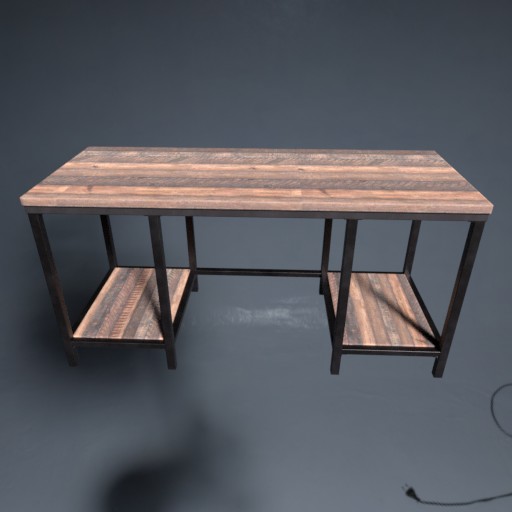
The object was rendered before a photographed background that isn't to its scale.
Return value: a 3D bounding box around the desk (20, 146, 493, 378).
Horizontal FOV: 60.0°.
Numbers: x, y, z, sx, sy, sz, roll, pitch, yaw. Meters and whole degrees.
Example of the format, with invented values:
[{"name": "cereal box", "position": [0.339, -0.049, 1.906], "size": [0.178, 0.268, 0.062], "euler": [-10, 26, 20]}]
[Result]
[{"name": "desk", "position": [0.000, 0.000, 1.891], "size": [1.538, 0.753, 0.617], "euler": [1, 29, 2]}]
